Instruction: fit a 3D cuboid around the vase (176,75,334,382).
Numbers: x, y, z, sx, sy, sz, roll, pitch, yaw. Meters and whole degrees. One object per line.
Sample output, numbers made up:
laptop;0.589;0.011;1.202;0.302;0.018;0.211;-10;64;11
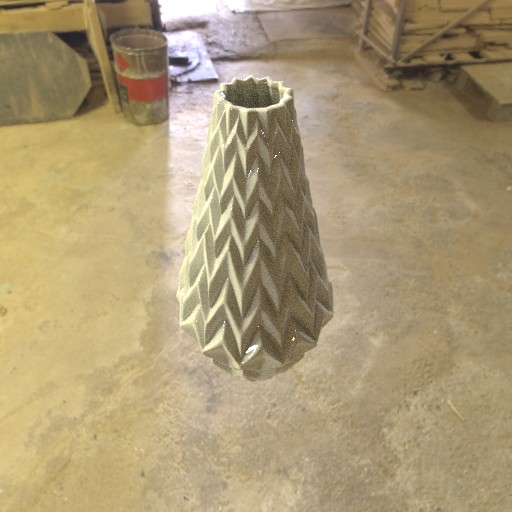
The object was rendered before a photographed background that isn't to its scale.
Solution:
vase;0.000;0.000;0.426;0.167;0.328;0.167;0;46;0
